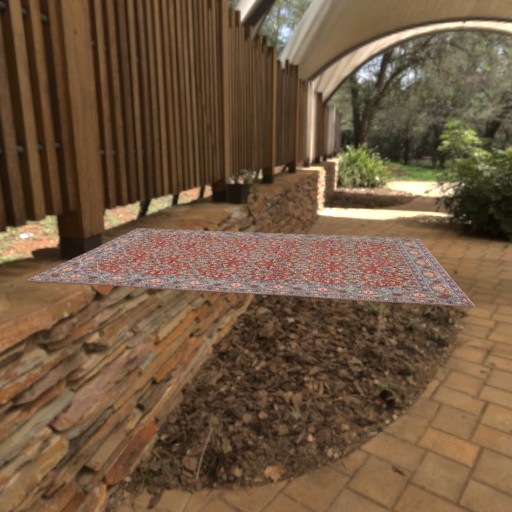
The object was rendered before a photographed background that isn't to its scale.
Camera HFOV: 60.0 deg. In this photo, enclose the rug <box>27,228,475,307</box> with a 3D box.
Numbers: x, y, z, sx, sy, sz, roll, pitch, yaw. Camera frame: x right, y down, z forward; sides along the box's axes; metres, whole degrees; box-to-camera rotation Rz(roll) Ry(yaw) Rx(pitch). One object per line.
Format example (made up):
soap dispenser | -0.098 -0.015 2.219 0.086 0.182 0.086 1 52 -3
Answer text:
rug | 0.000 0.000 3.097 2.439 0.011 1.533 3 15 9
